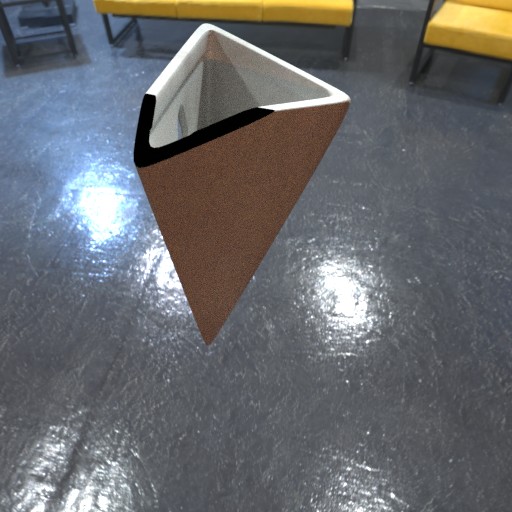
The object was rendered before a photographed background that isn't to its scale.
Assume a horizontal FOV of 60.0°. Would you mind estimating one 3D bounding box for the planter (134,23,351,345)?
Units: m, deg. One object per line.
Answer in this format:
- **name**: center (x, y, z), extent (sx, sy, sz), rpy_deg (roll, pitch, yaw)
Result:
- **planter**: center (0.000, 0.000, 0.154), extent (0.047, 0.130, 0.058), rpy_deg (9, 48, 8)
